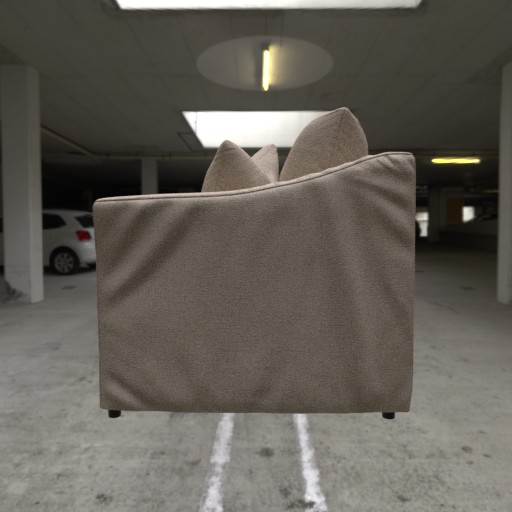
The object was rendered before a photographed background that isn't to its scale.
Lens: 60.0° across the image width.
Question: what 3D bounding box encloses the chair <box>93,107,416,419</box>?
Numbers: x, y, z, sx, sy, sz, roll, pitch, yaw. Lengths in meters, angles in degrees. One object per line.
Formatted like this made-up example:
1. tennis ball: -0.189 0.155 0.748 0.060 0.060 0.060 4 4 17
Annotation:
1. chair: 0.000 0.000 2.019 1.071 1.093 1.194 0 2 1
